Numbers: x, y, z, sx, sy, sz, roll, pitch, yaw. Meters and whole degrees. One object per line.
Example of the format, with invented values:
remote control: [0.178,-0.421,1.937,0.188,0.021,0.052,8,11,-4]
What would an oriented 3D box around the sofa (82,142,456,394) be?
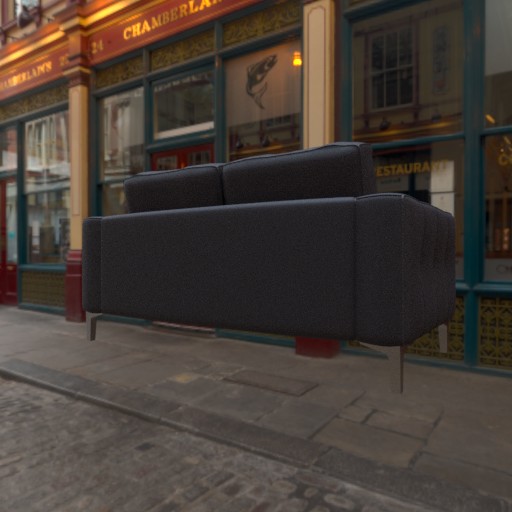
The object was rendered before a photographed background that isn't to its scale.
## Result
sofa: [0.000,0.000,2.206,1.726,0.893,0.833,0,0,34]
